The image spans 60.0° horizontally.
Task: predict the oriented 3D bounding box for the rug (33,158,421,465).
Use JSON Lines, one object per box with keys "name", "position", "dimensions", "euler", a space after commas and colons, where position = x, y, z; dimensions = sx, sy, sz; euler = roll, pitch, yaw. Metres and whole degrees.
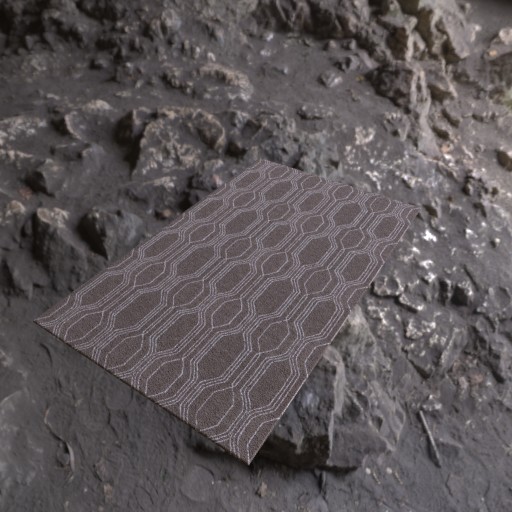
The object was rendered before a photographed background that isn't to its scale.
{"name": "rug", "position": [0.000, 0.000, 3.076], "dimensions": [1.541, 0.012, 2.457], "euler": [23, 45, 25]}
